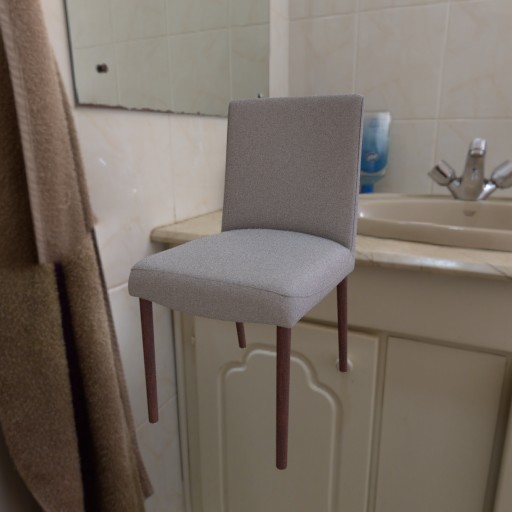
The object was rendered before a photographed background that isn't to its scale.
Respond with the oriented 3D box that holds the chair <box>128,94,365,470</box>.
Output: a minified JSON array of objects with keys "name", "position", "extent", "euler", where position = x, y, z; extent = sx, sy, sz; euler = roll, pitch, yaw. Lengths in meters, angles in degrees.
[{"name":"chair","position":[0.000,0.000,1.201],"extent":[0.456,0.859,0.570],"euler":[7,16,26]}]
